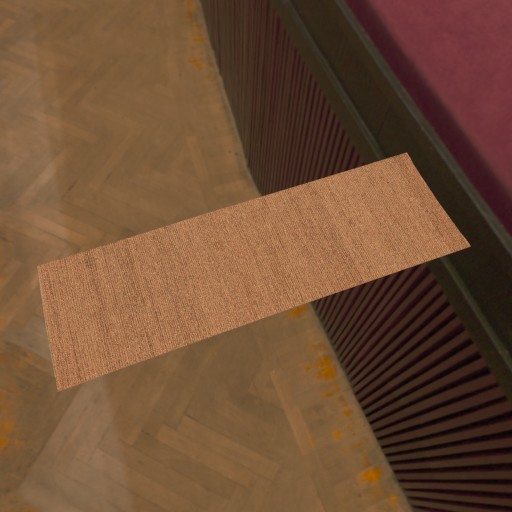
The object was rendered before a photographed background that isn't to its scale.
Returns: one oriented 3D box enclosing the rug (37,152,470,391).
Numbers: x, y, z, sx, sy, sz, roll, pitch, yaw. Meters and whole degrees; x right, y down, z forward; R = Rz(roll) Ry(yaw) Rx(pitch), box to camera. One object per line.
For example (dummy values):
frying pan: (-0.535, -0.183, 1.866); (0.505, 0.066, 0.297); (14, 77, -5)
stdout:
rug: (0.000, 0.000, 2.549); (2.390, 0.014, 0.741); (-18, 65, -9)
